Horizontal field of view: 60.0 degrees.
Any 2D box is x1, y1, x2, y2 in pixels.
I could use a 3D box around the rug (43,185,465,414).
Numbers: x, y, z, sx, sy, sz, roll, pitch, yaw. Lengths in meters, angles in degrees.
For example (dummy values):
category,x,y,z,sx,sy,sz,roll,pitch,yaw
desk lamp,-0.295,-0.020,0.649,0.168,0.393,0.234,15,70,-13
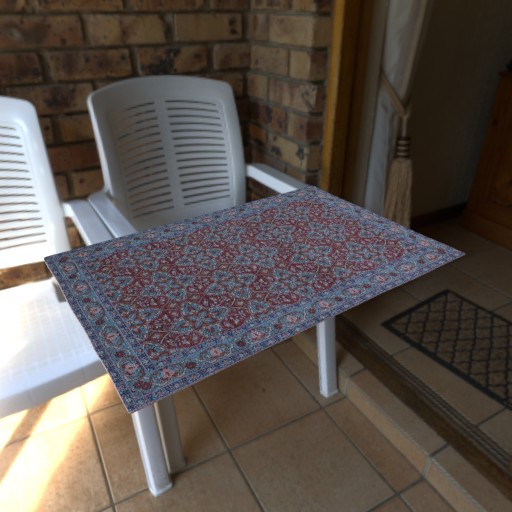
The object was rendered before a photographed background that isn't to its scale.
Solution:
category,x,y,z,sx,sy,sz,roll,pitch,yaw
rug,0.000,0.000,2.301,1.829,0.009,1.219,-19,35,-30
